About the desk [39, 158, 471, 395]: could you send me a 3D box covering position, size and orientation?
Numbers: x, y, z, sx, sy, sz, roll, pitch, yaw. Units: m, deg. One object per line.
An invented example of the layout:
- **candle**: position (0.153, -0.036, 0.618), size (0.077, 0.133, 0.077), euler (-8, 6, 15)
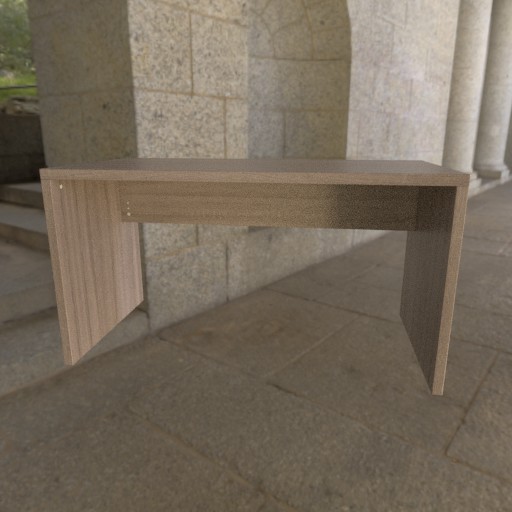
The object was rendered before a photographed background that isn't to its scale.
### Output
- **desk**: position (0.000, 0.000, 1.829), size (1.380, 0.745, 0.690), euler (2, 16, 8)
